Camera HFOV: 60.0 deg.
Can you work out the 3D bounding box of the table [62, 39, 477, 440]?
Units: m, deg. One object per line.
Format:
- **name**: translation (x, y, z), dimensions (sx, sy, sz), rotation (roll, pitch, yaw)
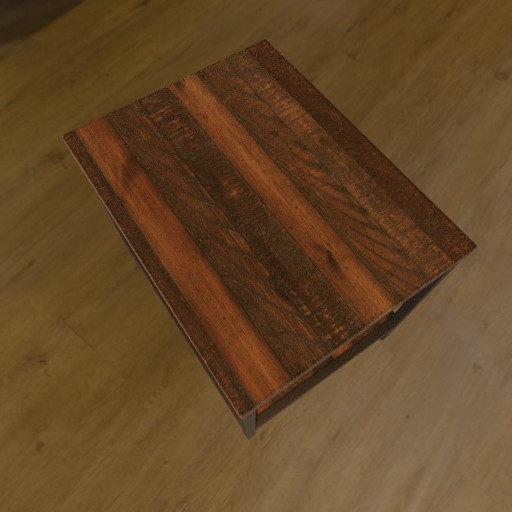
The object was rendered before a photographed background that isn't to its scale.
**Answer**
- **table**: translation (0.000, 0.000, 1.146), dimensions (0.524, 0.612, 0.678), rotation (-32, 68, -14)
